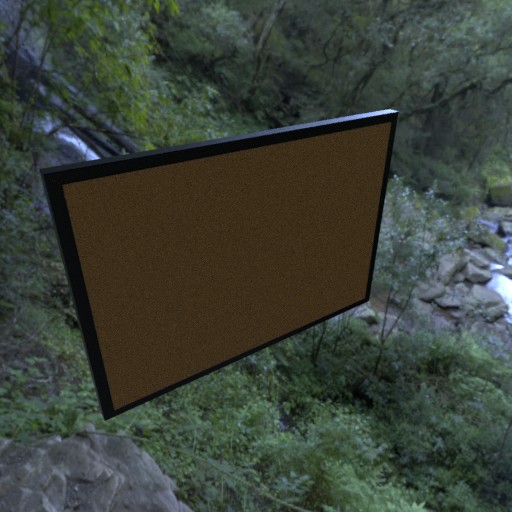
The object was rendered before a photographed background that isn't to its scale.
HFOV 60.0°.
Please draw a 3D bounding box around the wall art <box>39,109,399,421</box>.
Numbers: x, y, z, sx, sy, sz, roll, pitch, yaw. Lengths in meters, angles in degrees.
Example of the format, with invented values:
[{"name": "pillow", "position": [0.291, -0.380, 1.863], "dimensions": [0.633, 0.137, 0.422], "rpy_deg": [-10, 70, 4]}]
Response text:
[{"name": "wall art", "position": [0.000, 0.000, 0.837], "dimensions": [0.657, 0.458, 0.027], "rpy_deg": [-18, 35, -28]}]
